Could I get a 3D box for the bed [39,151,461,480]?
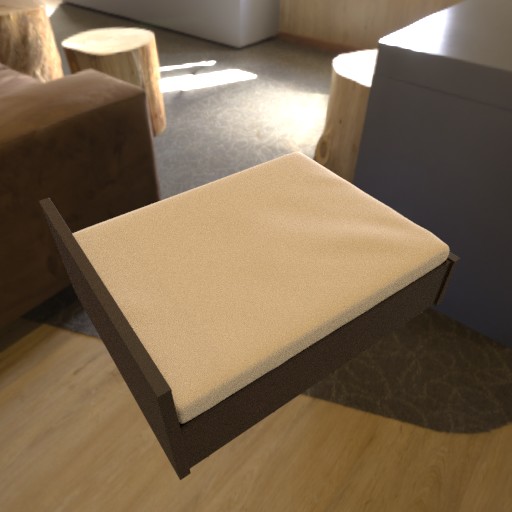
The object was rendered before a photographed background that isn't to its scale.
[{"bbox_3d":[0.000,0.000,2.943,2.103,0.808,1.634,-25,48,-26],"label":"bed"}]
